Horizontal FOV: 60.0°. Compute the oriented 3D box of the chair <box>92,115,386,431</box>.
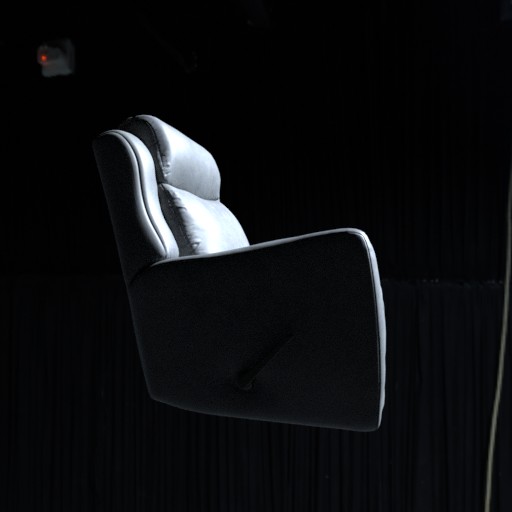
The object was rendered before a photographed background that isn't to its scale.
[{"bbox_3d":[0.000,0.000,1.908,1.068,1.116,0.967,0,0,15],"label":"chair"}]
